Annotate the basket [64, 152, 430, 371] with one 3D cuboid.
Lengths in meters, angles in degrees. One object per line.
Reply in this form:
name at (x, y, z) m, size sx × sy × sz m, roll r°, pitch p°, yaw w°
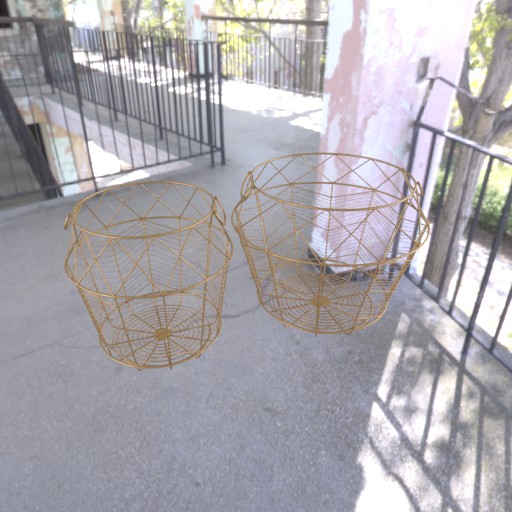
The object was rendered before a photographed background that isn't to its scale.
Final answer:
basket at (0.000, 0.000, 1.021) m, size 0.805 × 0.343 × 0.451 m, roll -10°, pitch 31°, yaw -16°
